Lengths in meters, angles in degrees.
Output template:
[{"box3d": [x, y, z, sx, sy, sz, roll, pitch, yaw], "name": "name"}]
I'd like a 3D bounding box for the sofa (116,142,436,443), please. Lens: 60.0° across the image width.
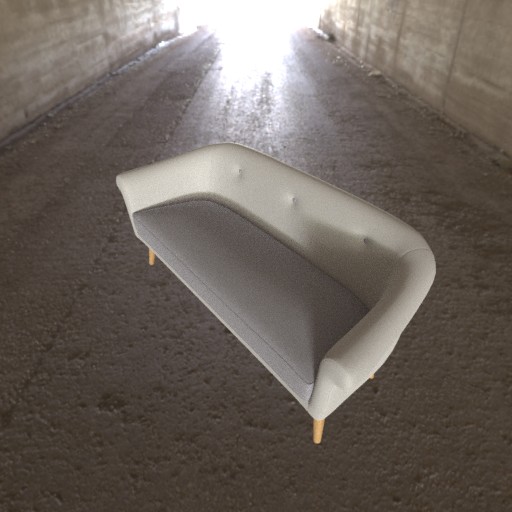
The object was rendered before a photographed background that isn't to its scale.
[{"box3d": [0.000, 0.000, 2.521, 0.827, 0.795, 2.160, -21, 38, -29], "name": "sofa"}]
